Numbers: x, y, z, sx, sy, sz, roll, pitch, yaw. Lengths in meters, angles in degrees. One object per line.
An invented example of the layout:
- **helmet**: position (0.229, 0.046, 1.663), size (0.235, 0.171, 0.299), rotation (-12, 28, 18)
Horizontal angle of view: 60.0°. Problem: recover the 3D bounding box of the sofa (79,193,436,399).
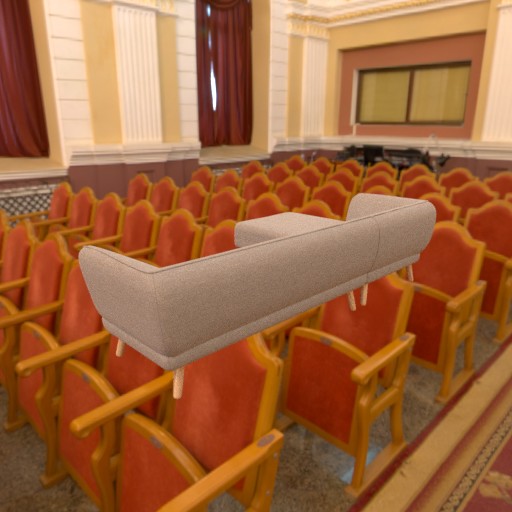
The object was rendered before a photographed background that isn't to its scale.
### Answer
- **sofa**: position (0.000, 0.000, 3.291), size (2.653, 0.693, 1.532), rotation (-16, 23, -42)
